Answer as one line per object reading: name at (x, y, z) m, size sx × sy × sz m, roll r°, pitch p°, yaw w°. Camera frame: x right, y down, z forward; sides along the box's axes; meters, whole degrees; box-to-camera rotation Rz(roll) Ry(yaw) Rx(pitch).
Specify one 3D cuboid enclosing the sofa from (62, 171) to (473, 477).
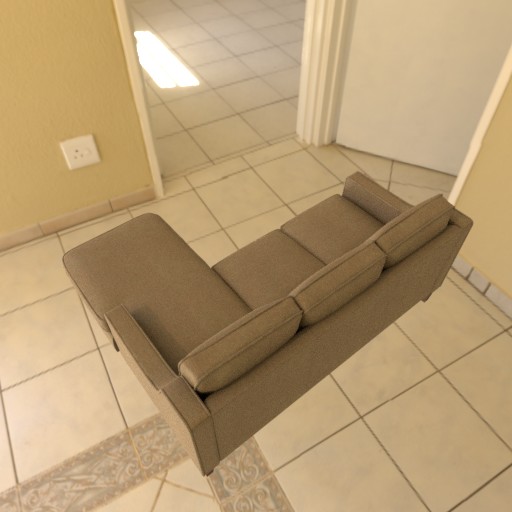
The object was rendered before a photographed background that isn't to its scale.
sofa at (0.000, 0.000, 3.264) m, size 2.317 × 1.081 × 1.858 m, roll -31°, pitch 55°, yaw -25°
